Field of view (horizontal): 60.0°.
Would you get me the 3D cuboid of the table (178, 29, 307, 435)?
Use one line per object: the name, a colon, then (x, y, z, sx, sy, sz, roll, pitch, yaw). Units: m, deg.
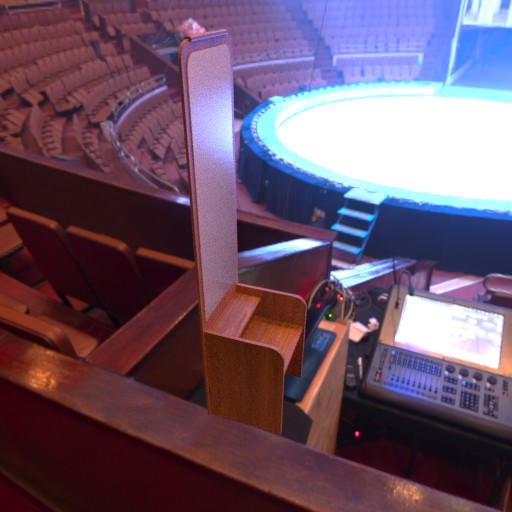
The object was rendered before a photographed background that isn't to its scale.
table: (0.000, 0.000, 2.037, 0.420, 1.830, 0.450, 10, 33, 17)
